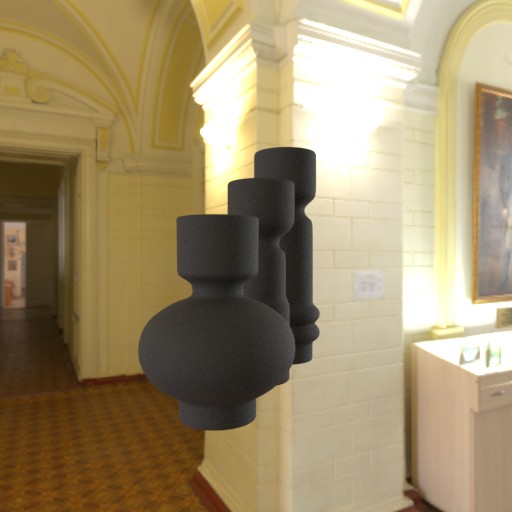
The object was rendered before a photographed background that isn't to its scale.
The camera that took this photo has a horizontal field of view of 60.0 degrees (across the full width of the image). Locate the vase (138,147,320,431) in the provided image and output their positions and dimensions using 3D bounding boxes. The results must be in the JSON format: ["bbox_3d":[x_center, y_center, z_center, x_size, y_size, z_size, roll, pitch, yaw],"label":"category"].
[{"bbox_3d":[0.000,0.000,0.433,0.120,0.249,0.307,0,0,18],"label":"vase"}]
